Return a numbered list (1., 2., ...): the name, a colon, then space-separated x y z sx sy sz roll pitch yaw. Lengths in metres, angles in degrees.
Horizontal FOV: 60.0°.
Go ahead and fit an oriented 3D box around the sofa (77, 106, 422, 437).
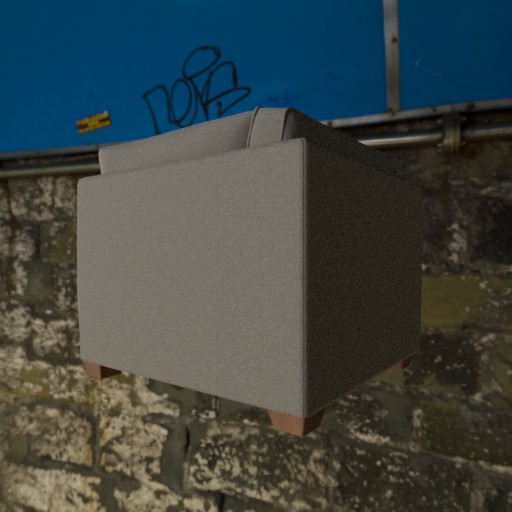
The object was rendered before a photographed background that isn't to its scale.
1. sofa: 0.000 0.000 1.954 1.146 1.002 1.084 0 0 37
